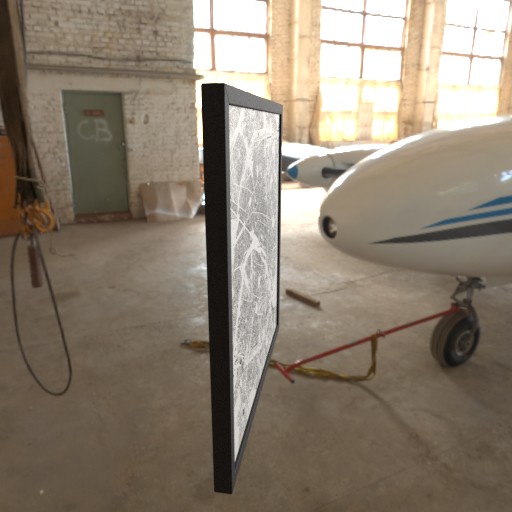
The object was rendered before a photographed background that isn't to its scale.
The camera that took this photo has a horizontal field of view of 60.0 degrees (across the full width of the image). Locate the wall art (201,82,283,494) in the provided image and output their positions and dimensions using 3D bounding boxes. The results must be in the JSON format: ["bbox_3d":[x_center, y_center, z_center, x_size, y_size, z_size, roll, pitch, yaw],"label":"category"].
[{"bbox_3d":[0.000,0.000,1.133,0.037,0.763,0.763,3,17,9],"label":"wall art"}]
